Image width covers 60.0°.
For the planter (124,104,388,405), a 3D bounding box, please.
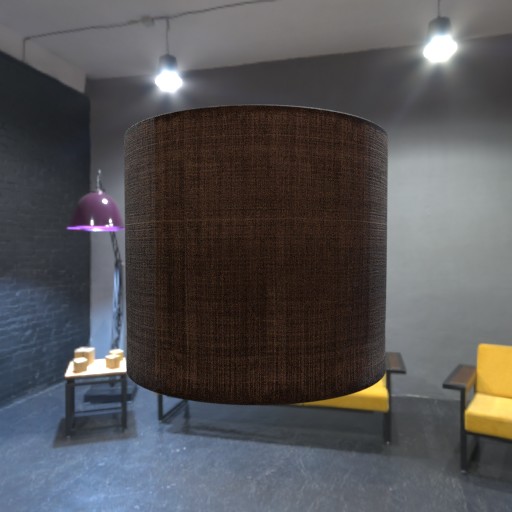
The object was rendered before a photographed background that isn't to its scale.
[{"bbox_3d":[0.000,0.000,0.446,0.254,0.221,0.254,0,1,0],"label":"planter"}]
